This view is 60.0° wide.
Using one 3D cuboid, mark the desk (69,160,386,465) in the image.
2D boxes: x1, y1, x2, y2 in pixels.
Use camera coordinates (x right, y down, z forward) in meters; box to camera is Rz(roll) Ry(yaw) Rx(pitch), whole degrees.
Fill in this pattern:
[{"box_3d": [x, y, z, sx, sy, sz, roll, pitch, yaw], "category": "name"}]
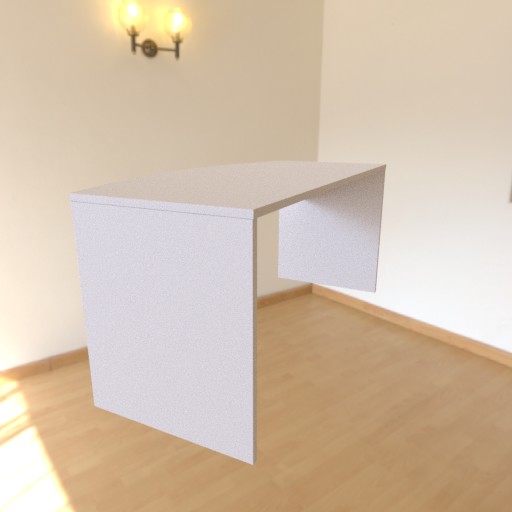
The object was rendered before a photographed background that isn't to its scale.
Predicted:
[{"box_3d": [0.000, 0.000, 2.042, 0.802, 0.750, 1.600, 8, 18, 26], "category": "desk"}]
